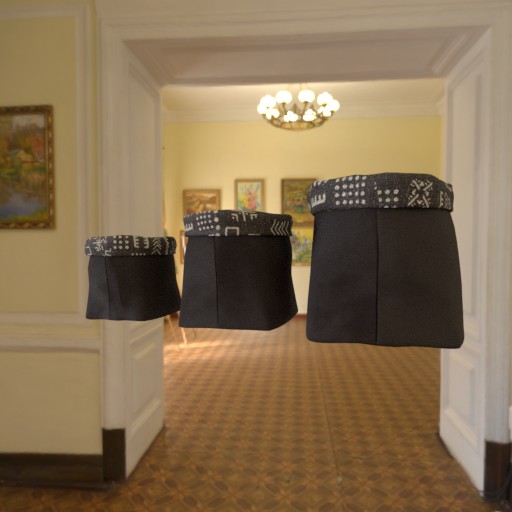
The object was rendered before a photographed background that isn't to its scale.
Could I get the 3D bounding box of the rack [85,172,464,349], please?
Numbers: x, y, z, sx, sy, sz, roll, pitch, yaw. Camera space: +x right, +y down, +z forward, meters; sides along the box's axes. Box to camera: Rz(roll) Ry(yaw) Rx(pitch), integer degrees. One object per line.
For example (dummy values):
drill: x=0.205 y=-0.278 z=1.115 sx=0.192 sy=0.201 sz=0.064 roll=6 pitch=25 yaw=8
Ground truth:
rack: x=0.000 y=0.000 z=1.066 sx=0.905 sy=0.323 sz=0.379 roll=1 pitch=2 yaw=18
